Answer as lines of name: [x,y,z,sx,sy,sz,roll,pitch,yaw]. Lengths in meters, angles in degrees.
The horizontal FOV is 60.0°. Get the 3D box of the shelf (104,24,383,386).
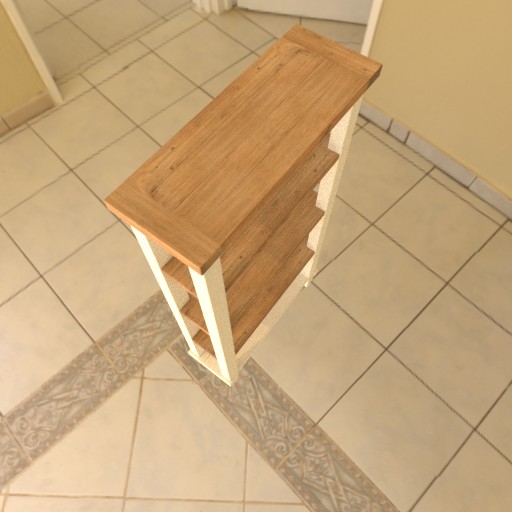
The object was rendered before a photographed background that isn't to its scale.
shelf: [0.000,0.000,2.298,0.381,1.878,1.022,34,68,16]
